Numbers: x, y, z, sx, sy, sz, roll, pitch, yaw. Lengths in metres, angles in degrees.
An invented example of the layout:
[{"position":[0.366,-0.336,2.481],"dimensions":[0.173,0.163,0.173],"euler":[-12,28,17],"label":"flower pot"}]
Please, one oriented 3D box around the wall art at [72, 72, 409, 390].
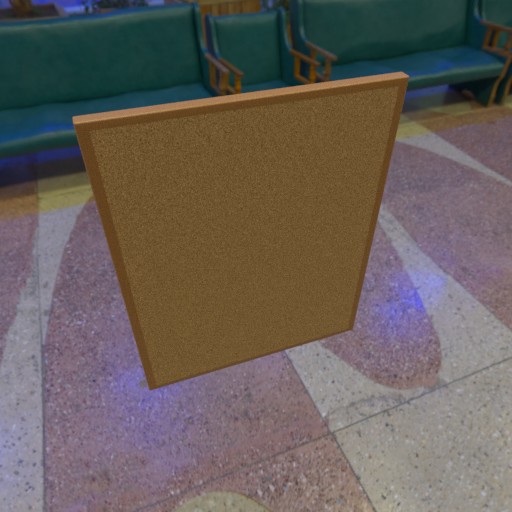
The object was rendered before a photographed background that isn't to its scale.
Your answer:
[{"position":[0.000,0.000,0.753],"dimensions":[0.452,0.553,0.022],"euler":[-13,43,-15],"label":"wall art"}]
